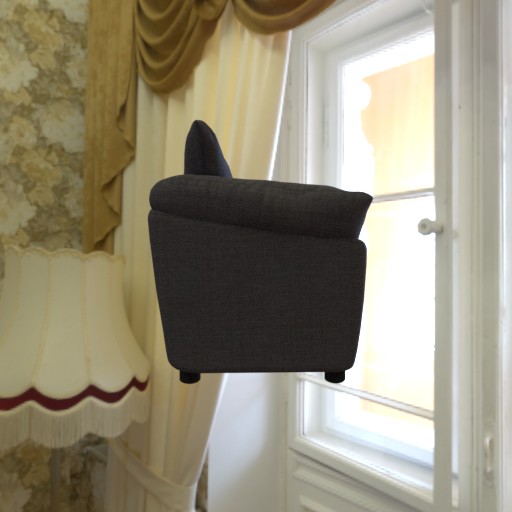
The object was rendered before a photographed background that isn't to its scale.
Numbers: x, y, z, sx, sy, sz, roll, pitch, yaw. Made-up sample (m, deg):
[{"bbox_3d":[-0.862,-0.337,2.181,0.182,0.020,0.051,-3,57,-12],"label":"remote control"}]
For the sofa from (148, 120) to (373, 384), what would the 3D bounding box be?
[{"bbox_3d":[0.000,0.000,2.833,0.883,1.080,2.336,0,0,-1],"label":"sofa"}]
